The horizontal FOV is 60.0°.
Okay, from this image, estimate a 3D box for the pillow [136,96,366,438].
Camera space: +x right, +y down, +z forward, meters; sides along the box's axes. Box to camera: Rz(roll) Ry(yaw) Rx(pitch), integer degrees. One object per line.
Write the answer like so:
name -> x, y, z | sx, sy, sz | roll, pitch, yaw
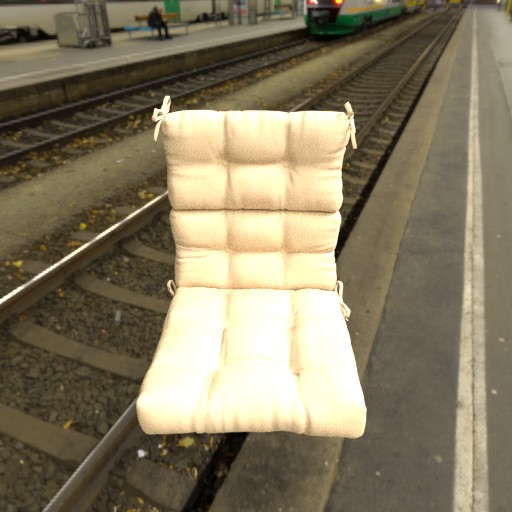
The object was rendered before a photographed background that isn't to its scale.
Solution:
pillow -> 0.000, 0.000, 1.020 | 0.519, 0.605, 0.571 | 1, 31, 1
